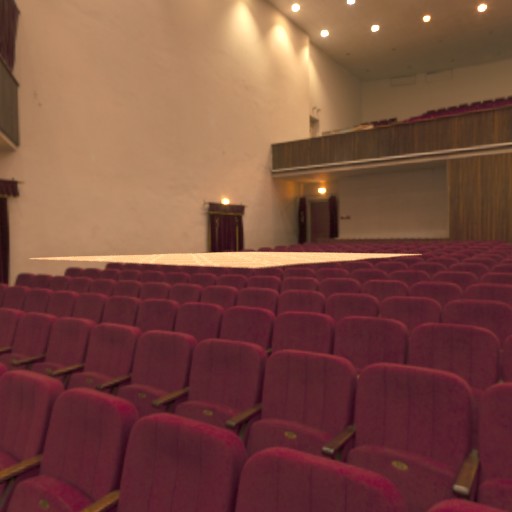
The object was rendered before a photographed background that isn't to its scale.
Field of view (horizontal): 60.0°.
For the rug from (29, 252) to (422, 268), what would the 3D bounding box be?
[{"bbox_3d":[0.000,0.000,2.819,1.524,0.013,2.135,1,2,35],"label":"rug"}]
